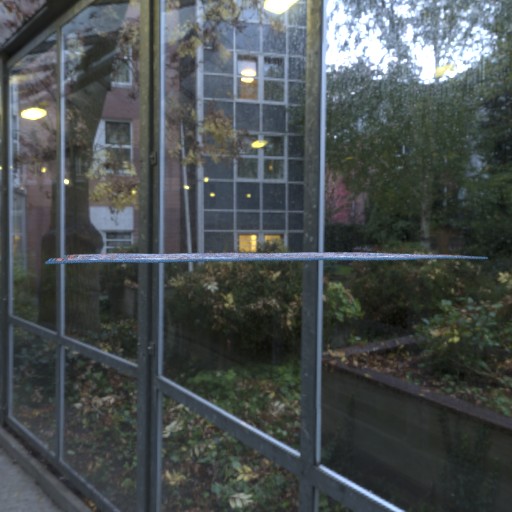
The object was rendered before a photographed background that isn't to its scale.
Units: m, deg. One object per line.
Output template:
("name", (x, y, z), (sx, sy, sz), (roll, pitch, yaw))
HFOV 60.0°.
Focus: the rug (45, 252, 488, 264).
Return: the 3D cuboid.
("rug", (0.000, 0.000, 2.285), (1.847, 0.014, 1.195), (0, 1, -18))
